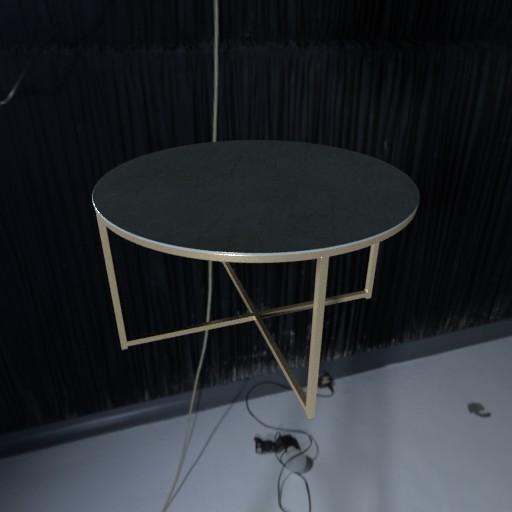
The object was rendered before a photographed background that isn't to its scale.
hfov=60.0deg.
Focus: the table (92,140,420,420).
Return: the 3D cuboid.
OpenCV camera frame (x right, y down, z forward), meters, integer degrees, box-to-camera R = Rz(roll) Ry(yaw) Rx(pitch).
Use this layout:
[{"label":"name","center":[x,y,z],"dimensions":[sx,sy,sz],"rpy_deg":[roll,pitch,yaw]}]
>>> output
[{"label":"table","center":[0.000,0.000,1.247],"dimensions":[0.800,0.450,0.800],"rpy_deg":[0,29,0]}]
